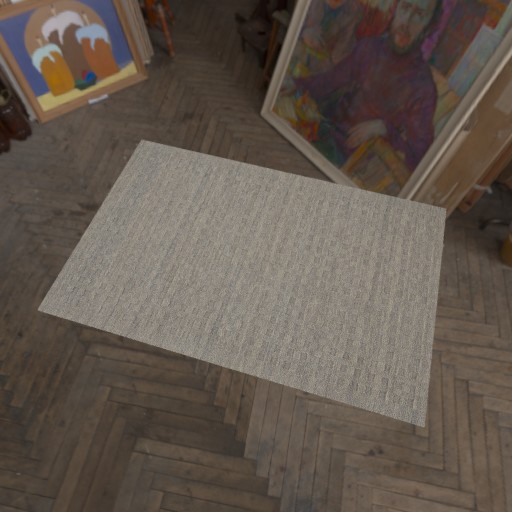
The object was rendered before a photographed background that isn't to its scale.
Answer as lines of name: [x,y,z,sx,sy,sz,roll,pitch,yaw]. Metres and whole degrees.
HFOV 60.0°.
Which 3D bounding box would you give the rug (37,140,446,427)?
rug: [0.000,0.000,2.189,1.752,0.006,1.142,15,60,9]
